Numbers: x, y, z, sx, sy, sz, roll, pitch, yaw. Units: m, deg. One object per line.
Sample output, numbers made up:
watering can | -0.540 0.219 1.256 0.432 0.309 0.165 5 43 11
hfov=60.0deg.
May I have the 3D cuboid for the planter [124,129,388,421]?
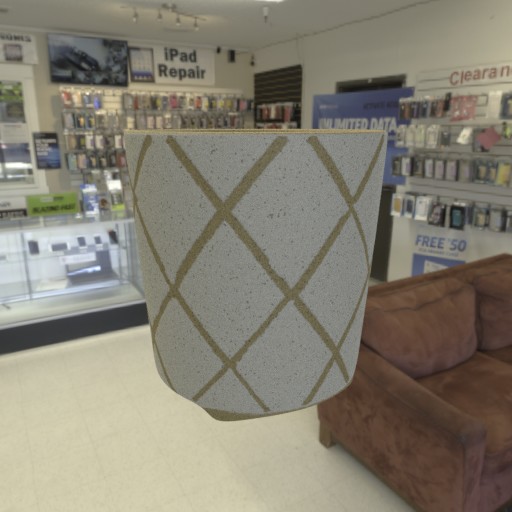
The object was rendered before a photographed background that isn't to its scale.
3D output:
planter | 0.000 0.000 0.430 0.228 0.235 0.228 0 16 0
